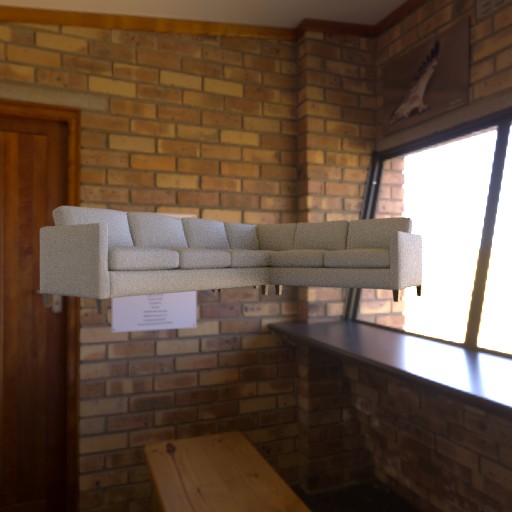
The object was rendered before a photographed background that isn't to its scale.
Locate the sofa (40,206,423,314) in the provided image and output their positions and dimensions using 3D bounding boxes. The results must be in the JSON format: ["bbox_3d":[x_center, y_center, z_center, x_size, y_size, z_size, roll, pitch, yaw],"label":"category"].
[{"bbox_3d":[0.000,0.000,4.597,2.522,0.934,3.333,0,0,36],"label":"sofa"}]
